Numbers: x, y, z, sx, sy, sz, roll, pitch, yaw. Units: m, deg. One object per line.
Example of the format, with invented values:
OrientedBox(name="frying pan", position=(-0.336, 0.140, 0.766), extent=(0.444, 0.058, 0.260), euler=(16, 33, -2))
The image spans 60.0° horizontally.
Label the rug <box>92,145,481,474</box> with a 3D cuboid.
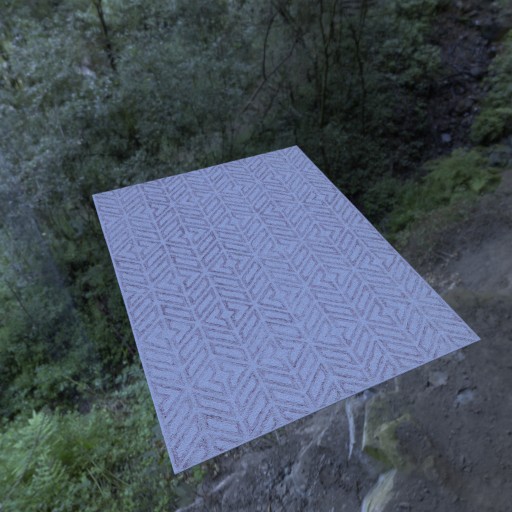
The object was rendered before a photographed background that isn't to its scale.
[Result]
OrientedBox(name="rug", position=(0.000, 0.000, 4.024), extent=(2.421, 0.008, 3.045), euler=(-17, 48, -17))
